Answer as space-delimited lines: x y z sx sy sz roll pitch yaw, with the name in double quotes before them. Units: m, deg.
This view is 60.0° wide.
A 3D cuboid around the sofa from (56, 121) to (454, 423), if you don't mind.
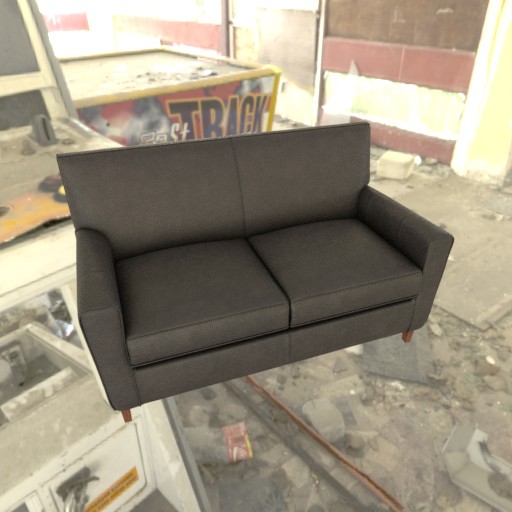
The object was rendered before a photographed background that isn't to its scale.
"sofa" 0.000 0.000 1.962 1.473 0.871 0.787 -11 33 -17
